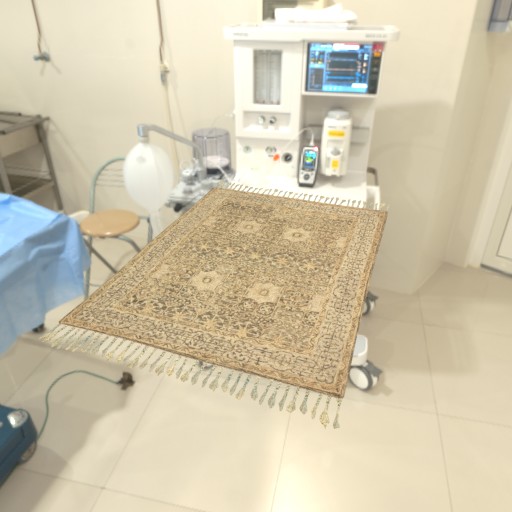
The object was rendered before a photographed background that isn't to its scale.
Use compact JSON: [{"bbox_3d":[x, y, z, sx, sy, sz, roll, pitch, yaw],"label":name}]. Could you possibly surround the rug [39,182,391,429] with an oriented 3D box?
[{"bbox_3d":[0.000,0.000,3.085,1.619,0.023,2.465,10,32,17],"label":"rug"}]
